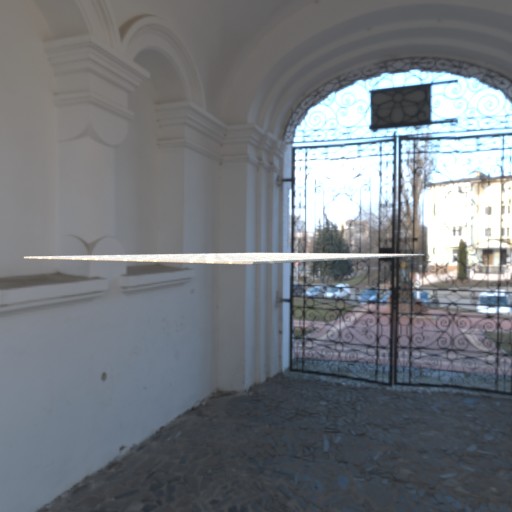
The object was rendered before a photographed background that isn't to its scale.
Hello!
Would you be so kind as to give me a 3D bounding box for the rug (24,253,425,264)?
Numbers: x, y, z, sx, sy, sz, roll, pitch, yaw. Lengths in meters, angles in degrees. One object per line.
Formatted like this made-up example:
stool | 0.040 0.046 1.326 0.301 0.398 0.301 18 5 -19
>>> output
rug | 0.000 0.000 2.697 1.451 0.010 2.080 1 1 35
